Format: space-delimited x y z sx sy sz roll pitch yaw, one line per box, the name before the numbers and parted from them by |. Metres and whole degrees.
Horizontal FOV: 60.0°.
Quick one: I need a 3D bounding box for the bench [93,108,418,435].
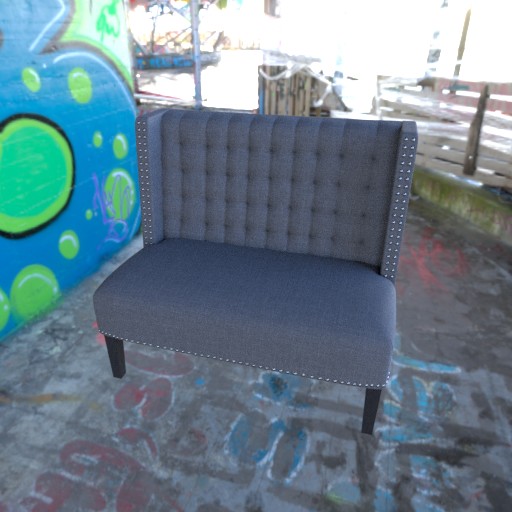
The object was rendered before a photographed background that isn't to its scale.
bench | 0.000 0.000 2.031 1.276 1.121 0.842 8 29 14
